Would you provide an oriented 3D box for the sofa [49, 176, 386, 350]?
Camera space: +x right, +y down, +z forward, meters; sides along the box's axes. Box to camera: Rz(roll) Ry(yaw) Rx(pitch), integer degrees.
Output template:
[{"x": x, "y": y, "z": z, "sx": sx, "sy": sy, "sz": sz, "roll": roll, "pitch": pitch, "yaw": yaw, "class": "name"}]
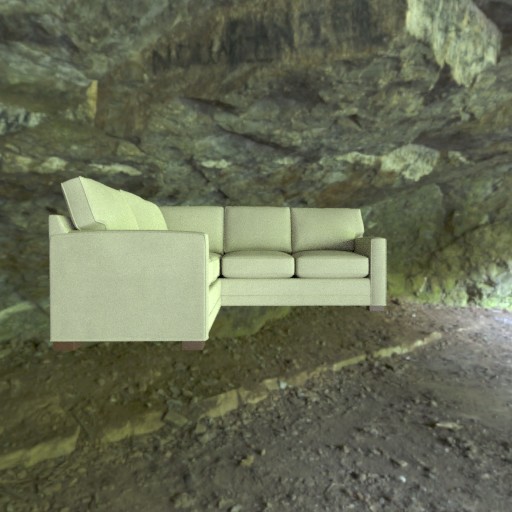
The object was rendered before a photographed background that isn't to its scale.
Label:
[{"x": 0.000, "y": 0.000, "z": 3.386, "sx": 2.189, "sy": 0.939, "sz": 2.182, "roll": 0, "pitch": 1, "yaw": -1, "class": "sofa"}]
